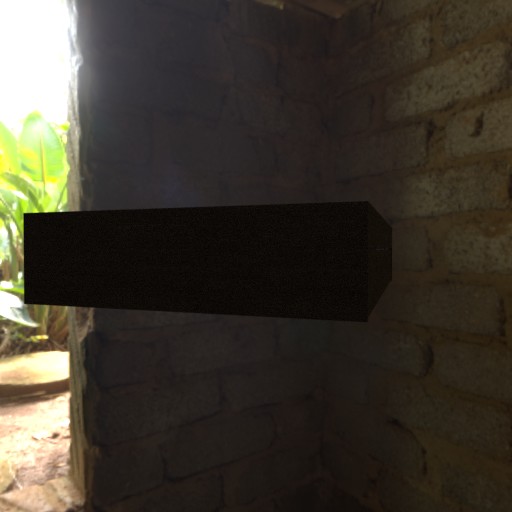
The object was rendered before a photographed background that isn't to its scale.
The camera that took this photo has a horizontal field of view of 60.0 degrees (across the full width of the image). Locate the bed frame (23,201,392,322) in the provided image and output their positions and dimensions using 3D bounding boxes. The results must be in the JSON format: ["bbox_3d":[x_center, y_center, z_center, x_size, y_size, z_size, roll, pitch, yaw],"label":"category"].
[{"bbox_3d":[0.000,0.000,2.594,1.448,0.459,1.944,0,1,19],"label":"bed frame"}]
